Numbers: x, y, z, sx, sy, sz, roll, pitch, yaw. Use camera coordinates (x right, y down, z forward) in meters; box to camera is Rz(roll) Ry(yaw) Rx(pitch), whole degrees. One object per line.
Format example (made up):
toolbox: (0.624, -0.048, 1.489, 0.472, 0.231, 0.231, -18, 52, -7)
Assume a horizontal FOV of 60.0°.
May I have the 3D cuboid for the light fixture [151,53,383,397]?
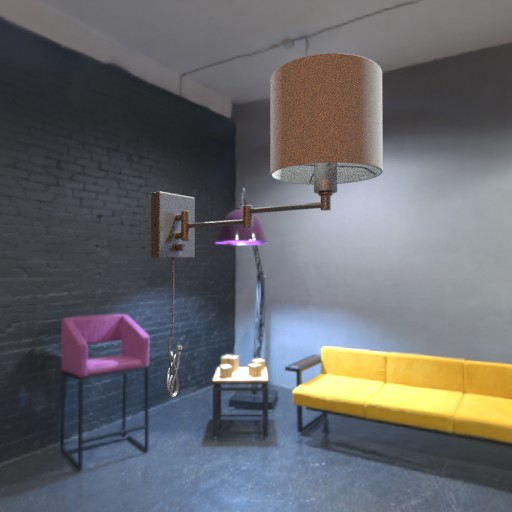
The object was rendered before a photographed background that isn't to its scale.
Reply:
light fixture: (0.000, 0.000, 0.906, 0.516, 0.651, 0.203, -1, -1, 35)
